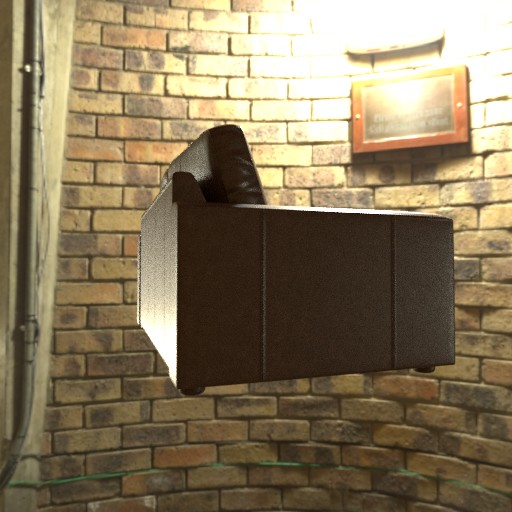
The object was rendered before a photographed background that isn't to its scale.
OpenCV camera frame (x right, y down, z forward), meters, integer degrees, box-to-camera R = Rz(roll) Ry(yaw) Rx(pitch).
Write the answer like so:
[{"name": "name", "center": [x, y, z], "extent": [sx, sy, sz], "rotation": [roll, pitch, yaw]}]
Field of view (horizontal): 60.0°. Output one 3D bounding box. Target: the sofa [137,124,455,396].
[{"name": "sofa", "center": [0.000, 0.000, 2.165], "extent": [1.016, 0.873, 1.616], "rotation": [0, -1, -19]}]
